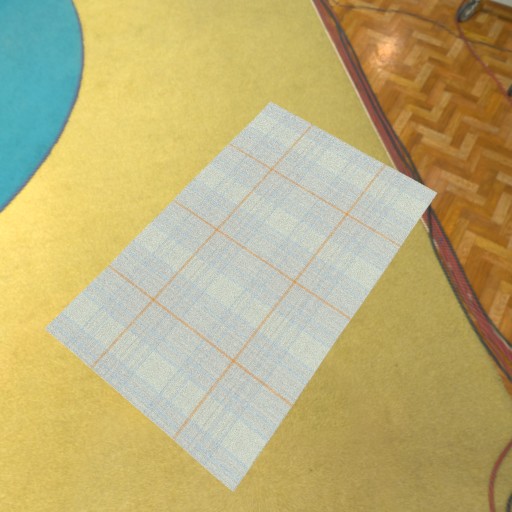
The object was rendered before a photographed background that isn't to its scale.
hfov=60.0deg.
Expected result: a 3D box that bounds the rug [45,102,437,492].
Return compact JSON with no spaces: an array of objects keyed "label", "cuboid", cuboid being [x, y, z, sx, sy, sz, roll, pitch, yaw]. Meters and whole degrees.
[{"label":"rug","cuboid":[0.000,0.000,3.047,1.527,0.016,2.442,34,68,16]}]
